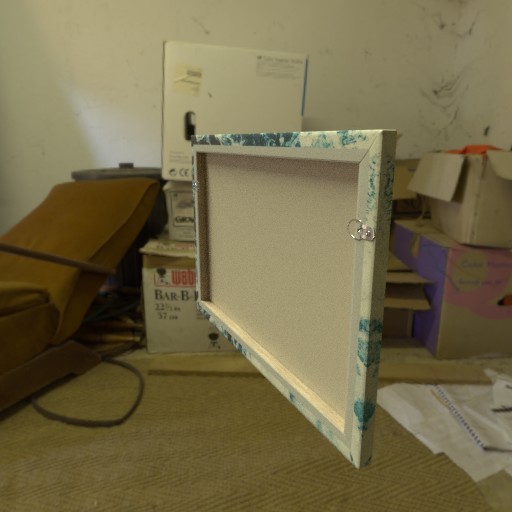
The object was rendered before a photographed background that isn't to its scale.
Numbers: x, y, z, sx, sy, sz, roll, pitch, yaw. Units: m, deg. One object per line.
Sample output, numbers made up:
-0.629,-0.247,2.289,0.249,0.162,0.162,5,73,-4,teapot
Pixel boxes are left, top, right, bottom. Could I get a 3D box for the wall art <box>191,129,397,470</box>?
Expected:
0.000,0.000,1.910,0.055,1.017,1.524,-7,16,-25,wall art
